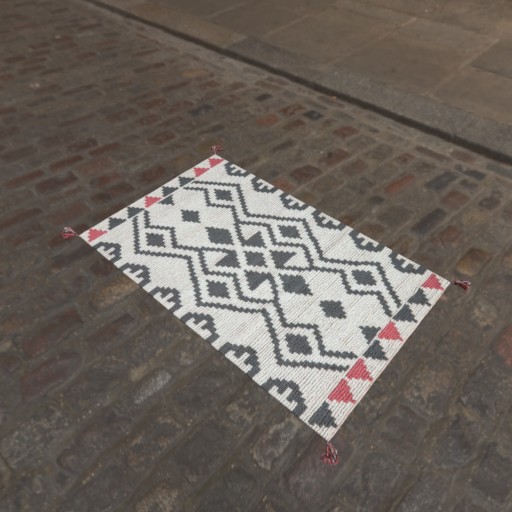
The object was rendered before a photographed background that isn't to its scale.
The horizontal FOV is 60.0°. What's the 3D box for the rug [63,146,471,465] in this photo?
[{"bbox_3d":[0.000,0.000,3.361,2.672,0.066,1.741,33,55,27],"label":"rug"}]
